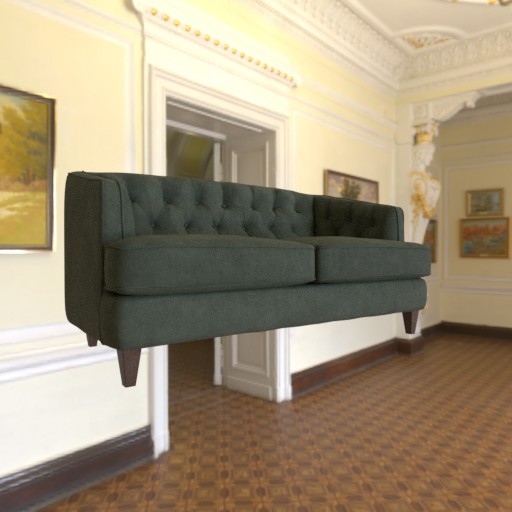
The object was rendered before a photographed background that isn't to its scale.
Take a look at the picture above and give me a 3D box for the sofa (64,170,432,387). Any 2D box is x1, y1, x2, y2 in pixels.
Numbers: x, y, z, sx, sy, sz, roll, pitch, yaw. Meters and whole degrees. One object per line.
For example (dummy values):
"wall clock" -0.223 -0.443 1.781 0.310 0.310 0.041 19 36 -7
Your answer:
"sofa" 0.000 0.000 2.242 1.733 0.855 0.941 -1 1 -36
